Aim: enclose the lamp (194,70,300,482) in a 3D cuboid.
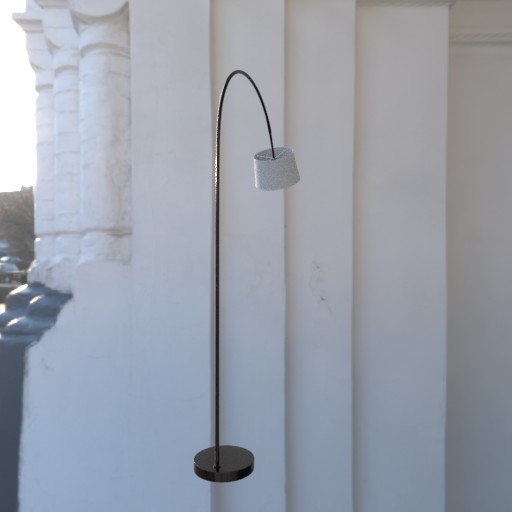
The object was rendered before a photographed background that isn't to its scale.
[{"bbox_3d":[0.000,0.000,2.713,0.331,2.104,1.363,0,0,17],"label":"lamp"}]
